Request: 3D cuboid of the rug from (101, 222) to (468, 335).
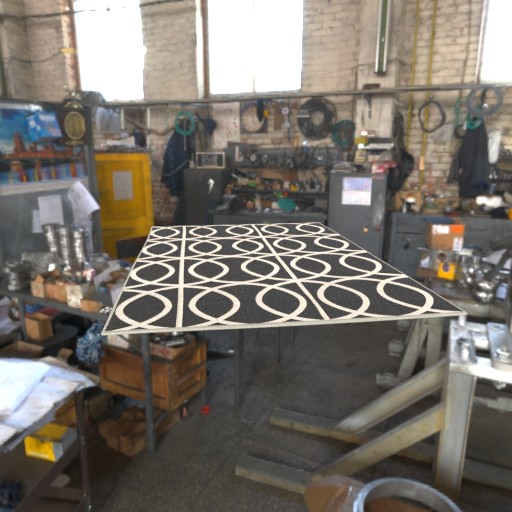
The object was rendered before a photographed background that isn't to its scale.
[{"bbox_3d":[0.000,0.000,2.891,1.528,0.014,2.294,-2,14,-8],"label":"rug"}]
